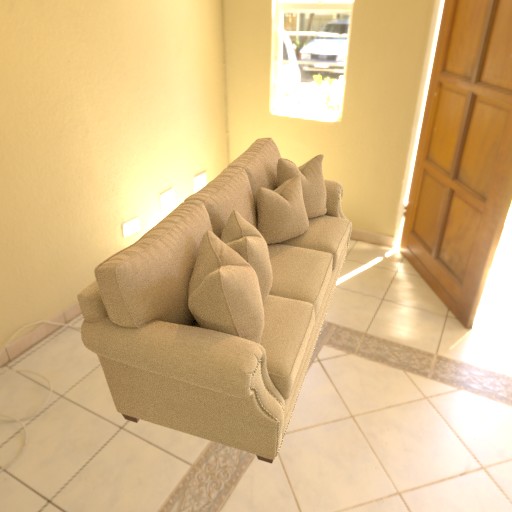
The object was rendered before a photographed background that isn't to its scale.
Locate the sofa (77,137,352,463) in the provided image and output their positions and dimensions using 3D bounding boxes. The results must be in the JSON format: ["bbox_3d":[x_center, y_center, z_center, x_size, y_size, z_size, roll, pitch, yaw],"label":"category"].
[{"bbox_3d":[0.000,0.000,2.848,0.965,0.975,2.312,10,31,16],"label":"sofa"}]
